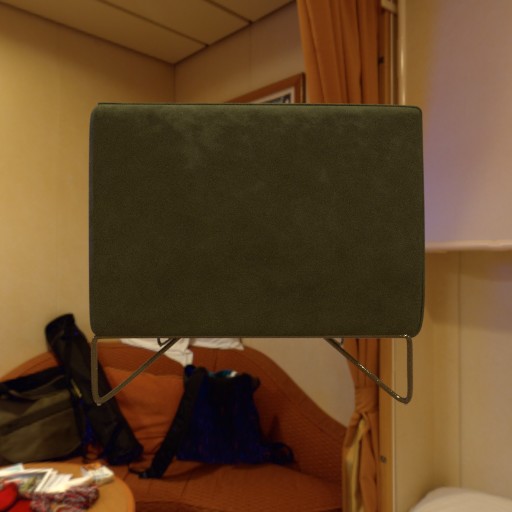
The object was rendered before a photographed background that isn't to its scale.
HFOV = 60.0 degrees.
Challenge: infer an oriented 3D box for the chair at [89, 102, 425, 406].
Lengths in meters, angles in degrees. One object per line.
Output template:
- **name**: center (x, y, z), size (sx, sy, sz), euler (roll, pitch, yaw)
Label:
- **chair**: center (0.000, 0.000, 1.567), size (0.894, 0.790, 0.880), euler (0, -1, -1)
